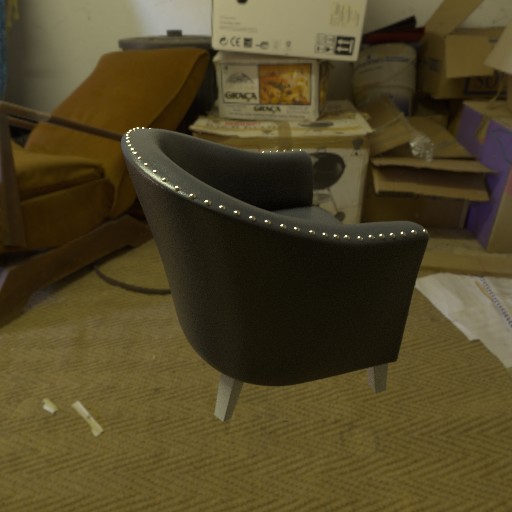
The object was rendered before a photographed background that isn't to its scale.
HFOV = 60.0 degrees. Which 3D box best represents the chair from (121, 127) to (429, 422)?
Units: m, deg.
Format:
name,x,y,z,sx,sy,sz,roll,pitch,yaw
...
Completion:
name,x,y,z,sx,sy,sz,roll,pitch,yaw
chair,0.000,0.000,1.470,0.748,0.823,0.794,-10,31,-17
